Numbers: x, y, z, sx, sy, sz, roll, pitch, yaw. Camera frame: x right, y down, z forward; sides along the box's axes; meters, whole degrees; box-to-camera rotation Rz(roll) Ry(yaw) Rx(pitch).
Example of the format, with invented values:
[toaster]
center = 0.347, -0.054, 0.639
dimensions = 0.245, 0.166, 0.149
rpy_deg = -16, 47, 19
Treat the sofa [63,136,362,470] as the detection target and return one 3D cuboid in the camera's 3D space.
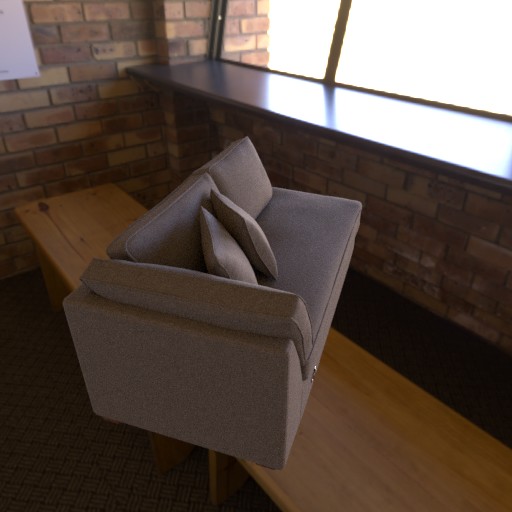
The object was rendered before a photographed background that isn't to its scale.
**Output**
[sofa]
center = 0.000, 0.000, 2.882
dimensions = 1.110, 1.033, 2.237
rpy_deg = 10, 33, 16
